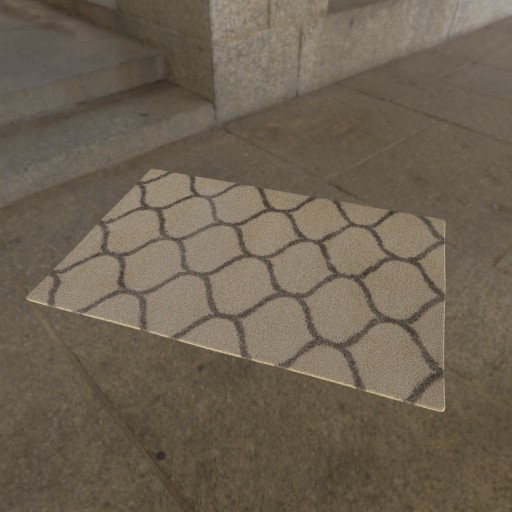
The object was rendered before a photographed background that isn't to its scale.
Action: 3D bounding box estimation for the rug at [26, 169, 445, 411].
[{"bbox_3d":[0.000,0.000,3.325,2.701,0.026,1.801,12,43,13],"label":"rug"}]
